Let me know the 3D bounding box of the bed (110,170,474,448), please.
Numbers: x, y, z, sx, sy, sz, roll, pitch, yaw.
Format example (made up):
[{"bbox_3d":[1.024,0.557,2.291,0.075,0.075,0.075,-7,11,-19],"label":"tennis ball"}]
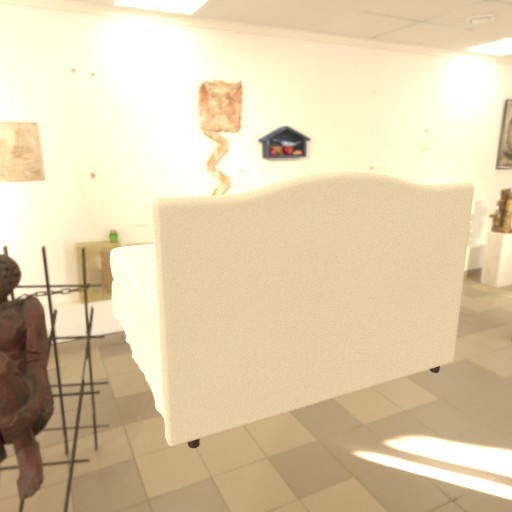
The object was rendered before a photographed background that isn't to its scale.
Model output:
[{"bbox_3d":[0.000,0.000,3.482,2.083,1.421,2.182,-7,16,-26],"label":"bed"}]
